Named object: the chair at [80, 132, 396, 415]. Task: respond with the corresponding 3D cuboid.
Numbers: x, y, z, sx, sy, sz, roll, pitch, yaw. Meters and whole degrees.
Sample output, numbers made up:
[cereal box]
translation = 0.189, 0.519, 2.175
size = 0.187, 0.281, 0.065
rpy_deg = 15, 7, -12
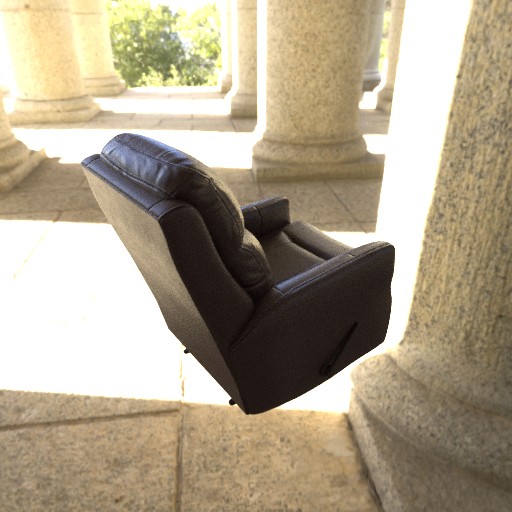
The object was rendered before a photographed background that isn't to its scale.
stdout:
[chair]
translation = 0.000, 0.000, 1.827
size = 1.080, 1.030, 0.829
rpy_deg = -19, 33, -31
